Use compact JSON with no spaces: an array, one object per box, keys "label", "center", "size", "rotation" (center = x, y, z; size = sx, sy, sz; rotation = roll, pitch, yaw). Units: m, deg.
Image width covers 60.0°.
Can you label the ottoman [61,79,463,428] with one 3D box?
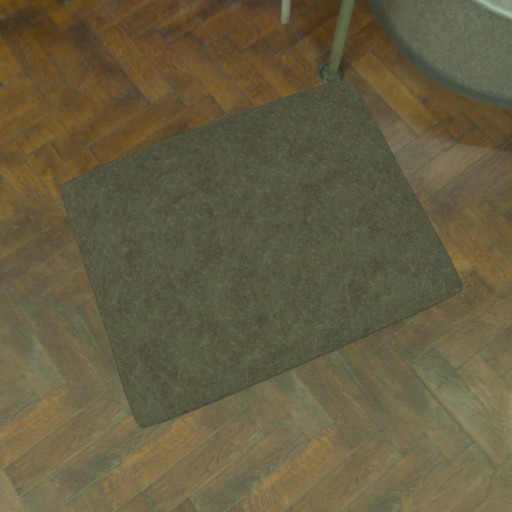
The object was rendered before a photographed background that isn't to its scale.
[{"label":"ottoman","center":[0.000,0.000,1.138],"size":[0.741,0.513,0.584],"rotation":[-22,76,-6]}]
